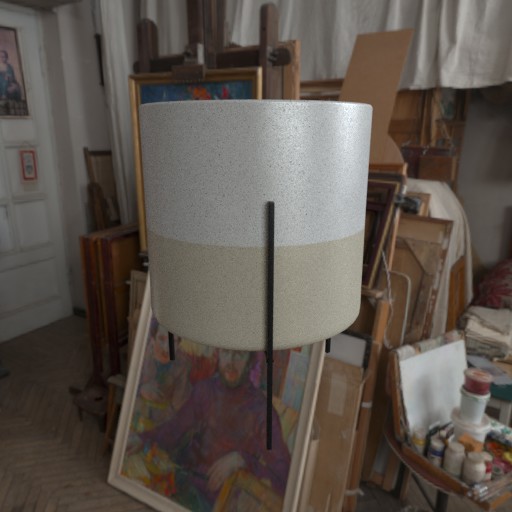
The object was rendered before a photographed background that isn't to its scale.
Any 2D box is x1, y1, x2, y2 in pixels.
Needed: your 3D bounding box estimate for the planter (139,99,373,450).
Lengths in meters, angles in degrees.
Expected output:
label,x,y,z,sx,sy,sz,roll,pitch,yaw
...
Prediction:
label,x,y,z,sx,sy,sz,roll,pitch,yaw
planter,0.000,0.000,0.756,0.359,0.484,0.368,-2,16,-6
